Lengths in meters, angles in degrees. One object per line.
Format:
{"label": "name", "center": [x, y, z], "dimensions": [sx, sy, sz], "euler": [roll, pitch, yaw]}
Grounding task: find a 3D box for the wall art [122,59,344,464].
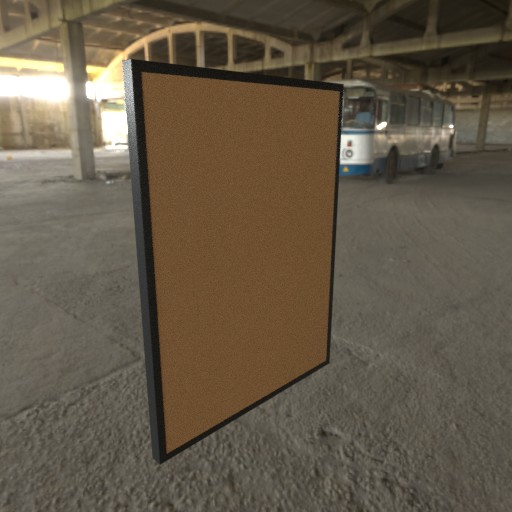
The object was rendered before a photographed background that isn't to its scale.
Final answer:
{"label": "wall art", "center": [0.000, 0.000, 1.393], "dimensions": [0.804, 1.061, 0.039], "euler": [-15, 22, -43]}
